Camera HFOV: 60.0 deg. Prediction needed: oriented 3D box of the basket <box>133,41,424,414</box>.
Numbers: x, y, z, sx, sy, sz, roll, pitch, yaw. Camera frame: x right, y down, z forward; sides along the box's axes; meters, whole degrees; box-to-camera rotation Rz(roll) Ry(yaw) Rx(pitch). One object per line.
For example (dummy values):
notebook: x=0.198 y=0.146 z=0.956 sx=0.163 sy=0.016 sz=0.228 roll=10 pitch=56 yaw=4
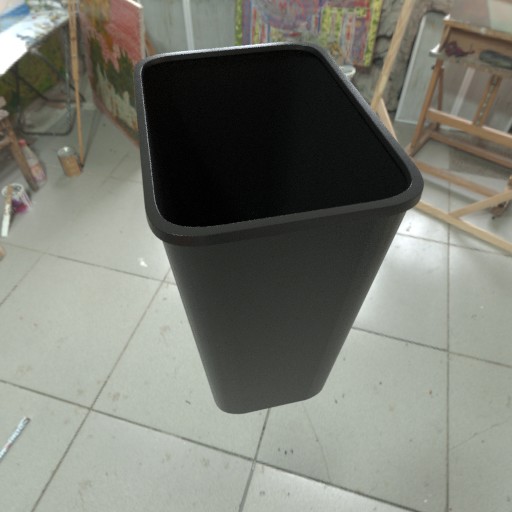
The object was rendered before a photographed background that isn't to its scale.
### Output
basket: x=0.000 y=0.000 z=0.735 sx=0.287 sy=0.521 sz=0.394 roll=-10 pitch=49 yaw=-9
